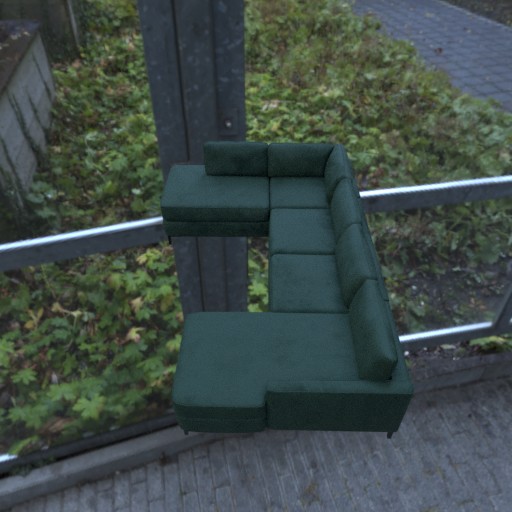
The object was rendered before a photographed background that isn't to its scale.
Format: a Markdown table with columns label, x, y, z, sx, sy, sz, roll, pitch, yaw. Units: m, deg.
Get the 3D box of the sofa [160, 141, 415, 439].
| label | x | y | z | sx | sy | sz | roll | pitch | yaw |
| --- | --- | --- | --- | --- | --- | --- | --- | --- | --- |
| sofa | 0.000 | 0.000 | 3.907 | 1.992 | 0.861 | 2.994 | 1 | 41 | 1 |
